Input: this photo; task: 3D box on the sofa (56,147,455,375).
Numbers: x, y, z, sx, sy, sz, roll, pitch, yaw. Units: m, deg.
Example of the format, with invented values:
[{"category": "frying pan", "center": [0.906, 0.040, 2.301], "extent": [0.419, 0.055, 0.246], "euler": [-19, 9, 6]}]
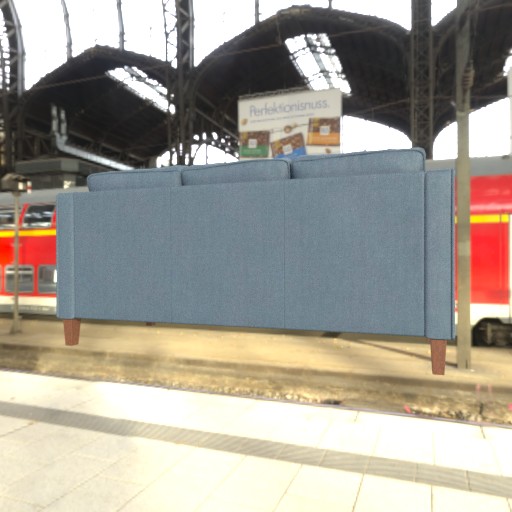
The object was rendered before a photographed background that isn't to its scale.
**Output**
[{"category": "sofa", "center": [0.000, 0.000, 2.499], "extent": [1.986, 0.974, 0.911], "euler": [0, -1, 19]}]
